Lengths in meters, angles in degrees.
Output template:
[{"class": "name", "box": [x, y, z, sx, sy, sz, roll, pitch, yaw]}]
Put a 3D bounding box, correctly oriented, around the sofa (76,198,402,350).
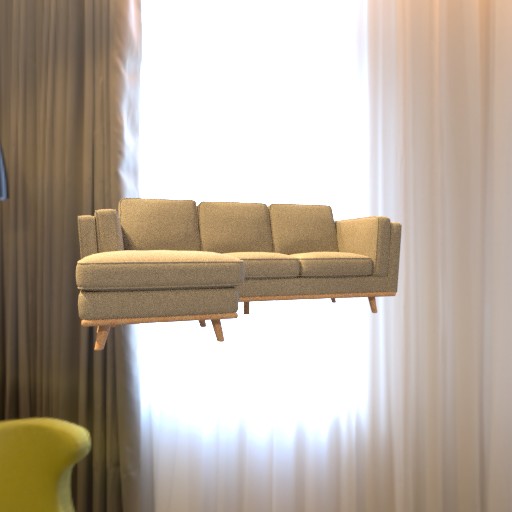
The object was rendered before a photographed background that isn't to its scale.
[{"class": "sofa", "box": [0.000, 0.000, 3.235, 2.411, 0.929, 1.604, 0, 1, -18]}]
